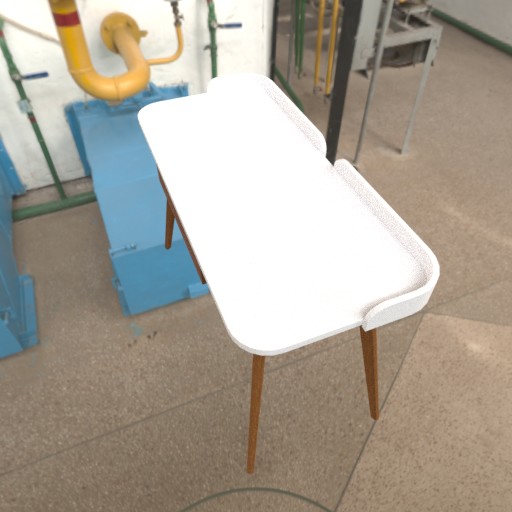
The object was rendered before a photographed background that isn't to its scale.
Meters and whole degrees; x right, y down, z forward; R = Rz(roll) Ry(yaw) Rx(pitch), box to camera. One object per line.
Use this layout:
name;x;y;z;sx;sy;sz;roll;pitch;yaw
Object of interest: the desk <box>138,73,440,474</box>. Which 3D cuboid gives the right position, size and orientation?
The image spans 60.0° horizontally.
desk;0.000;0.000;1.634;0.534;0.807;1.206;-16;49;-15
